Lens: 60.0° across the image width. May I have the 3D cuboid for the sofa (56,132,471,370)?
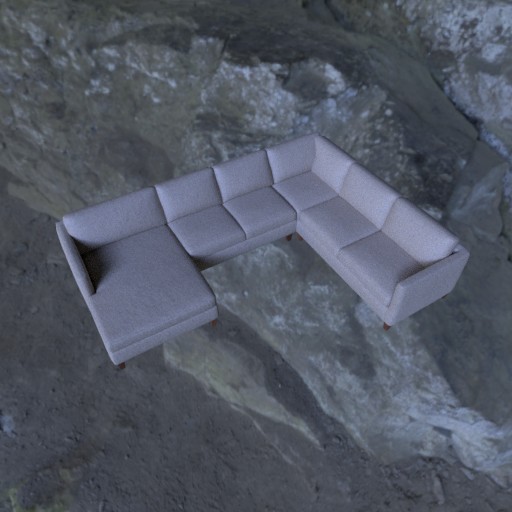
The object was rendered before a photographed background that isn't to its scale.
[{"bbox_3d":[0.000,0.000,4.609,3.403,0.889,2.551,-23,50,-21],"label":"sofa"}]
